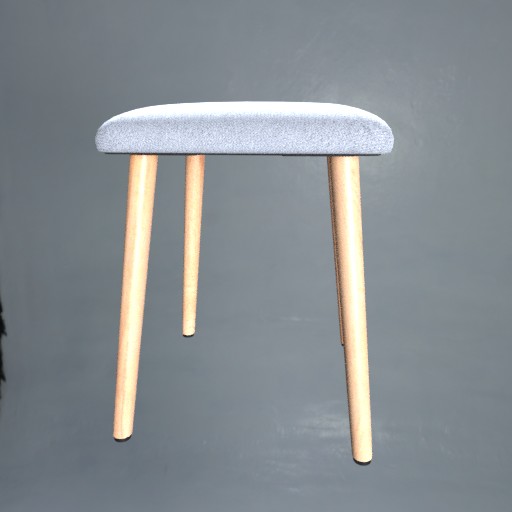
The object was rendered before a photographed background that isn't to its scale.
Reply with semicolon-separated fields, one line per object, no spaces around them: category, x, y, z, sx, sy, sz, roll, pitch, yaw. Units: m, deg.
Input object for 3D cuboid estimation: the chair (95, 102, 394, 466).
chair;0.000;0.000;0.679;0.350;0.440;0.350;2;16;8
